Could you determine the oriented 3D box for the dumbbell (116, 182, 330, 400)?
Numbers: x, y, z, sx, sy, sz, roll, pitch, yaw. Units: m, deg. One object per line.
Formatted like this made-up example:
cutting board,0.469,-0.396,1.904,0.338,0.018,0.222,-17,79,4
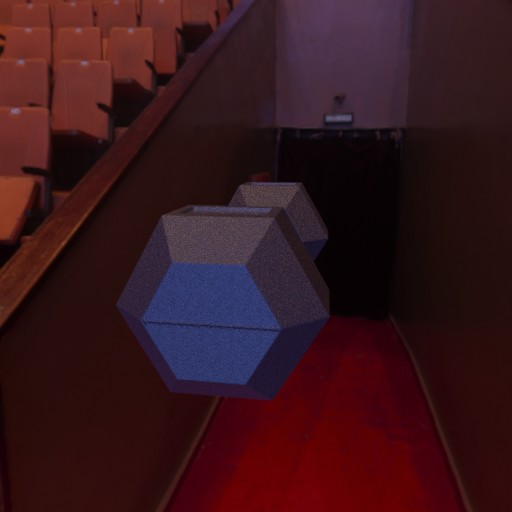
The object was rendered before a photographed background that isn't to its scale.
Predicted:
dumbbell,0.000,0.000,0.328,0.106,0.092,0.272,2,13,9
